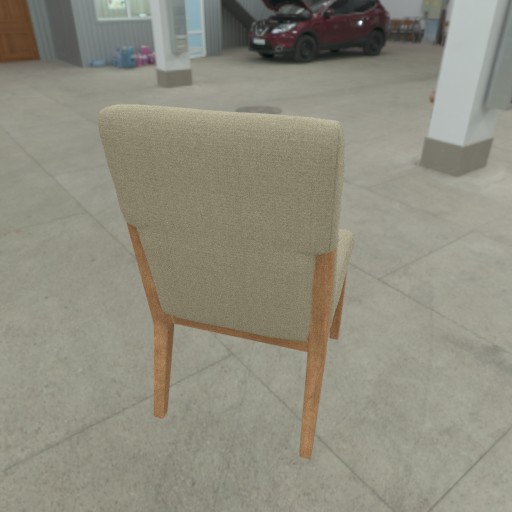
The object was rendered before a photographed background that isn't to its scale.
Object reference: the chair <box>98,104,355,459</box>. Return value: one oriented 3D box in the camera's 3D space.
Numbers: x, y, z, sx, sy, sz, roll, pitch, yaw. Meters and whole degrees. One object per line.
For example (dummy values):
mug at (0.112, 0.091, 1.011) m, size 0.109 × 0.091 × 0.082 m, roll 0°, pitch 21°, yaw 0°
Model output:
chair at (0.000, 0.000, 1.258) m, size 0.507 × 0.911 × 0.586 m, roll 9°, pitch 32°, yaw 15°
